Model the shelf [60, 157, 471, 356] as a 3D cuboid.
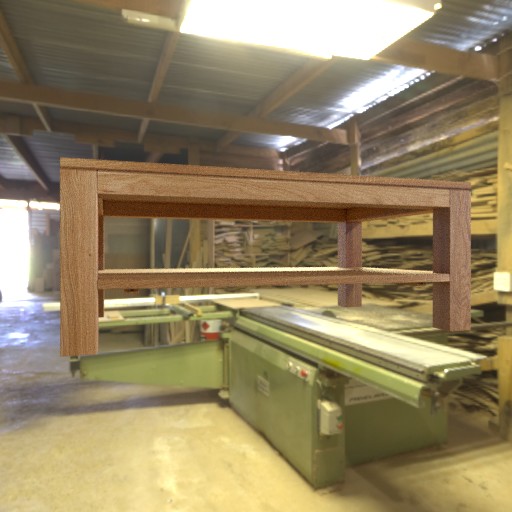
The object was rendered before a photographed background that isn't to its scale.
[{"bbox_3d":[0.000,0.000,1.507,1.150,0.450,0.700,0,0,-18],"label":"shelf"}]
